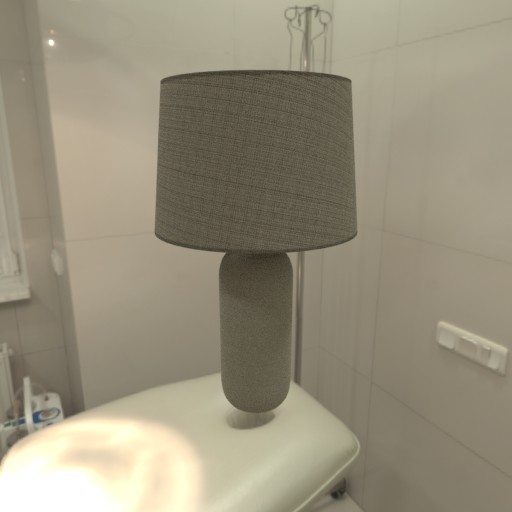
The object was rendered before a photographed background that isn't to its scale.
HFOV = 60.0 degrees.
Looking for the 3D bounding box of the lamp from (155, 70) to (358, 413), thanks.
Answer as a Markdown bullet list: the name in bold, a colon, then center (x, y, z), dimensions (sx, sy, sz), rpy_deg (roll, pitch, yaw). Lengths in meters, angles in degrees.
- **lamp**: center (0.000, 0.000, 0.834), dimensions (0.367, 0.609, 0.367), rpy_deg (0, 15, 0)
